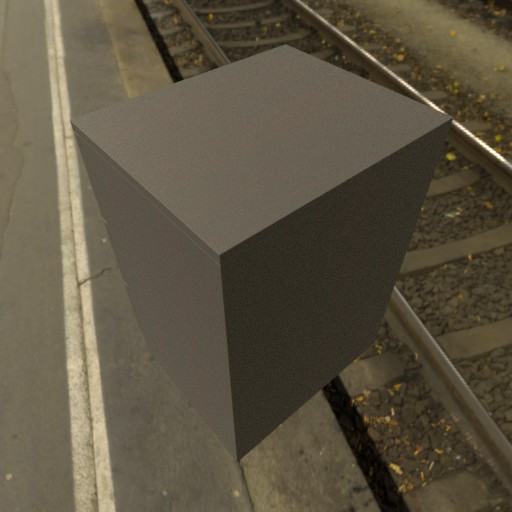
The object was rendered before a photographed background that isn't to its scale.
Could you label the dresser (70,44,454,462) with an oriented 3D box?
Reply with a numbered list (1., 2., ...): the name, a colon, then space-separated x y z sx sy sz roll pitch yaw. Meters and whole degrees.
1. dresser: 0.000 0.000 0.810 0.400 0.560 0.360 -32 54 -27
